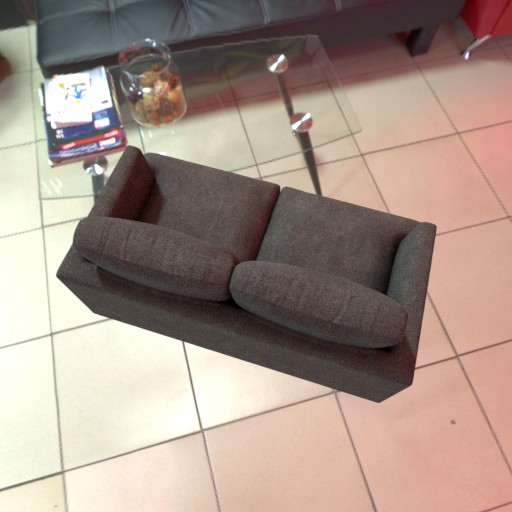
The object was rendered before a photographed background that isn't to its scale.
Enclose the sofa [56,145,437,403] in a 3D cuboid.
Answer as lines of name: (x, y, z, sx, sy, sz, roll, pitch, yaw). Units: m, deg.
sofa: (0.000, 0.000, 2.182, 1.582, 0.956, 0.903, 16, 65, 7)
